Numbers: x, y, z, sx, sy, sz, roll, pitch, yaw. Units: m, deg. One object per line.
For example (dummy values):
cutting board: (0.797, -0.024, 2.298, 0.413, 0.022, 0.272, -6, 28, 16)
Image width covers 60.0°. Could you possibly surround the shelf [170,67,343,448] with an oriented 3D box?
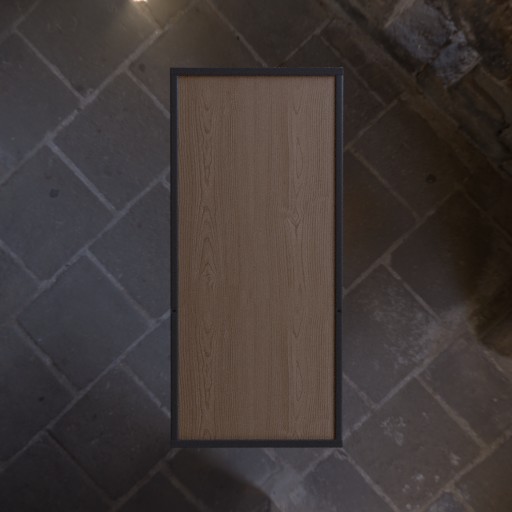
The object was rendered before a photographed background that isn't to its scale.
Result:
shelf: (0.000, 0.000, 1.466, 0.350, 1.138, 0.770, 0, 90, 0)
